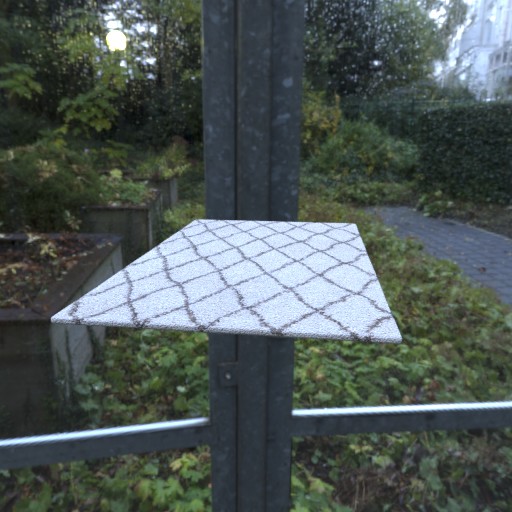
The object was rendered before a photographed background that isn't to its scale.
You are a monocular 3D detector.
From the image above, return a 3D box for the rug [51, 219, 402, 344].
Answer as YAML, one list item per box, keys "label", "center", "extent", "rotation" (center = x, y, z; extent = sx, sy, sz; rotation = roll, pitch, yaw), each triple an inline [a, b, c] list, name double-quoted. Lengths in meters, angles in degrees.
- label: "rug"
  center: [0.000, 0.000, 3.037]
  extent: [1.524, 0.030, 2.438]
  rotation: [2, 15, 8]
